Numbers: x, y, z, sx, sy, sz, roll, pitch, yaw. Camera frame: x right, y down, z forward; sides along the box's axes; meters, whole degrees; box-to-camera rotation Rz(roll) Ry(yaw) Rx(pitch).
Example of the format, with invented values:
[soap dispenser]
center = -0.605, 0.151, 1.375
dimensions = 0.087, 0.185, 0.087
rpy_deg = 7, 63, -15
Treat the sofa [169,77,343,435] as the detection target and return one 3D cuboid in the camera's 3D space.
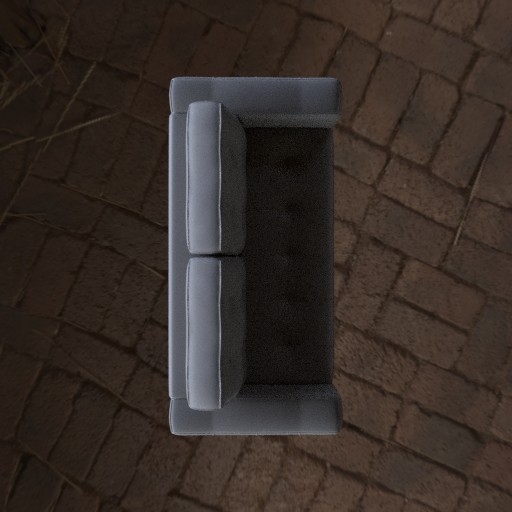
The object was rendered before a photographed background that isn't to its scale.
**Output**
[sofa]
center = 0.000, 0.000, 2.284
dimensions = 0.833, 0.892, 1.726
rpy_deg = 0, 90, -1
